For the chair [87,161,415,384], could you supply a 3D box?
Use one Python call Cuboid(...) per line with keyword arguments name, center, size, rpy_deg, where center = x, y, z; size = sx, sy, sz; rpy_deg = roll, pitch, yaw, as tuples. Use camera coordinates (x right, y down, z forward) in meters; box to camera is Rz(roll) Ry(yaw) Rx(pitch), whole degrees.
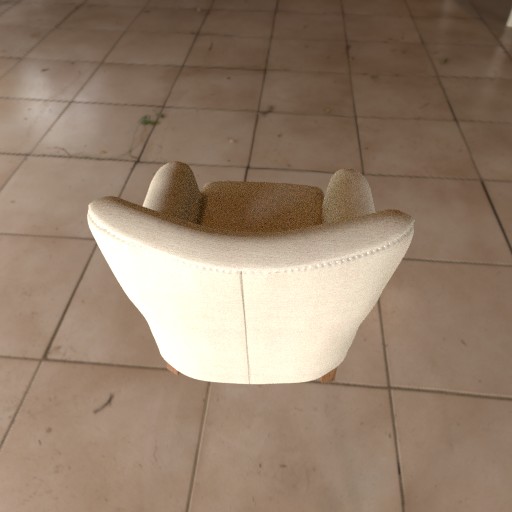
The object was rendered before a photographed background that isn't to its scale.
Cuboid(name="chair", center=(0.000, 0.000, 1.633), size=(0.861, 0.936, 0.921), rpy_deg=(3, 47, 3))
